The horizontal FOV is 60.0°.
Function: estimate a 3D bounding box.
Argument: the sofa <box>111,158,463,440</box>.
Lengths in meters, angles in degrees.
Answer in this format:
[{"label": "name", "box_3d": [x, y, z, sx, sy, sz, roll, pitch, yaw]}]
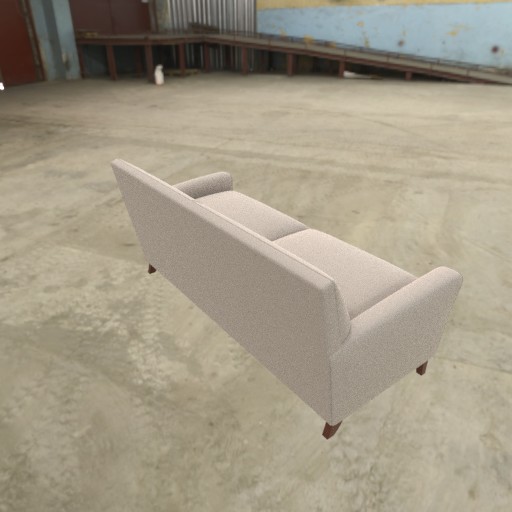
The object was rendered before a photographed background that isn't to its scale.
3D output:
[{"label": "sofa", "box_3d": [0.000, 0.000, 2.532, 0.875, 0.846, 2.000, -19, 33, -32]}]
